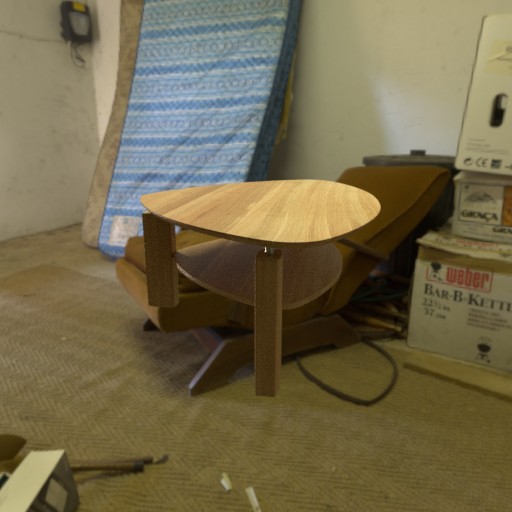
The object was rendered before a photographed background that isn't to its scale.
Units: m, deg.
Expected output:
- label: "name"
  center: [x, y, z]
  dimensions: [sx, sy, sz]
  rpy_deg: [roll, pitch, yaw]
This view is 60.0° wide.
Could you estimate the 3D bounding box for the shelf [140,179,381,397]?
- label: "shelf"
  center: [0.000, 0.000, 1.670]
  dimensions: [0.863, 0.439, 1.240]
  rpy_deg: [3, 16, 9]
